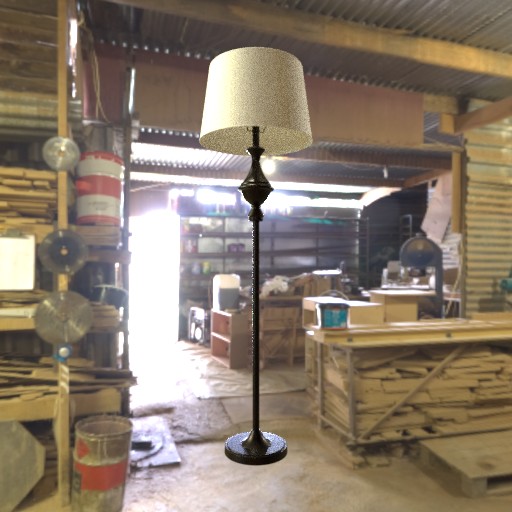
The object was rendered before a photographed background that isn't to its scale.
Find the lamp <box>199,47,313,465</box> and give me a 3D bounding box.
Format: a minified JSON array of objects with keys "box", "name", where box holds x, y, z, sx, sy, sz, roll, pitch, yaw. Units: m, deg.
[{"box":[0.000,0.000,1.692,0.431,1.484,0.431,0,0,0],"name":"lamp"}]
